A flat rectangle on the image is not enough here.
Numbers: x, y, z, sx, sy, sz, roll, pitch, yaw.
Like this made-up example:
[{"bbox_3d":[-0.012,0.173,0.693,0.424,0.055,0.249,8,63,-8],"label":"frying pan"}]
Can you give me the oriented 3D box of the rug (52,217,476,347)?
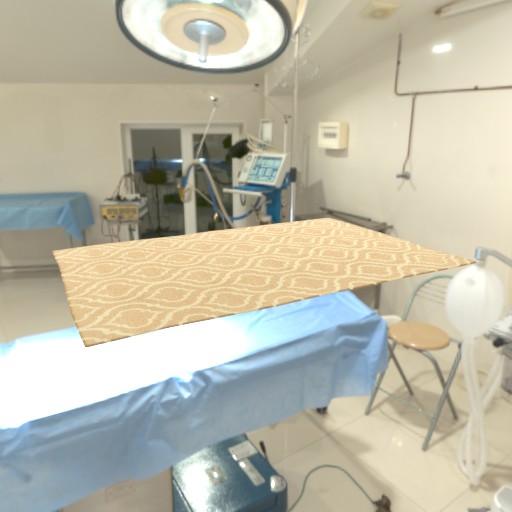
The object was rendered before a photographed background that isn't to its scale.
[{"bbox_3d":[0.000,0.000,2.173,1.761,0.013,1.152,-9,19,-27],"label":"rug"}]
